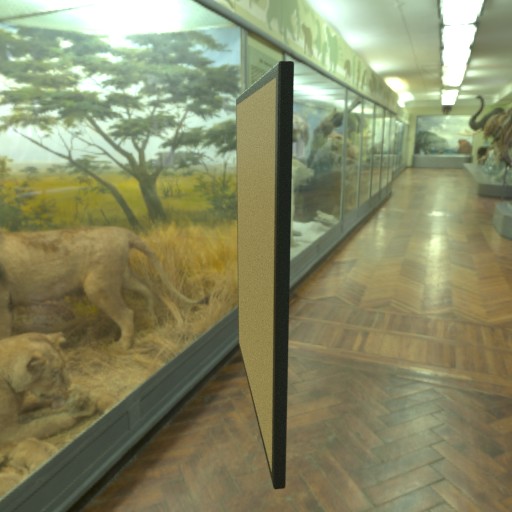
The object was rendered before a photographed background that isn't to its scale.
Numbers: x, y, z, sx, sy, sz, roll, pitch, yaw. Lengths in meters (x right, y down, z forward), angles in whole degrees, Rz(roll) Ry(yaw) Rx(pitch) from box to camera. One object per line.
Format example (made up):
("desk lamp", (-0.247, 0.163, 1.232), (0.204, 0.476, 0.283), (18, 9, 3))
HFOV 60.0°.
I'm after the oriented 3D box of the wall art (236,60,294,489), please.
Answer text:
("wall art", (0.000, 0.000, 0.806), (0.018, 0.582, 0.481), (-2, 15, -8))
